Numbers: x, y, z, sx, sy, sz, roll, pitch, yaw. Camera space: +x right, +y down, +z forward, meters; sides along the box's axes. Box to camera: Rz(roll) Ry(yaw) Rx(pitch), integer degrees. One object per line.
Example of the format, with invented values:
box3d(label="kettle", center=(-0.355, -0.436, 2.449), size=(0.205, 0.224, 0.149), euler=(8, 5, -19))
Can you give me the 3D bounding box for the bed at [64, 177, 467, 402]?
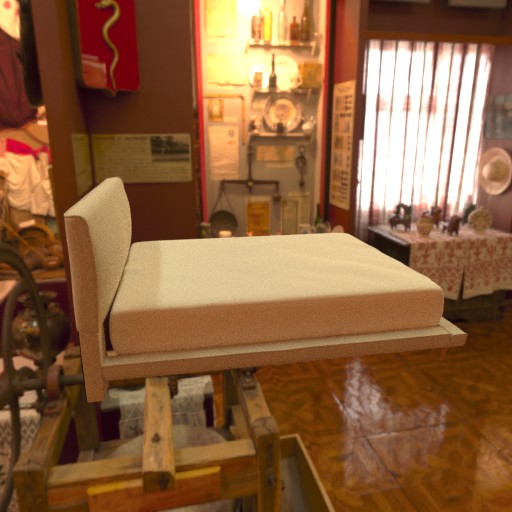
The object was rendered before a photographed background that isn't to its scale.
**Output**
box3d(label="bed", center=(0.000, 0.000, 3.563), size=(2.498, 1.126, 1.980), euler=(-3, 16, -11))
